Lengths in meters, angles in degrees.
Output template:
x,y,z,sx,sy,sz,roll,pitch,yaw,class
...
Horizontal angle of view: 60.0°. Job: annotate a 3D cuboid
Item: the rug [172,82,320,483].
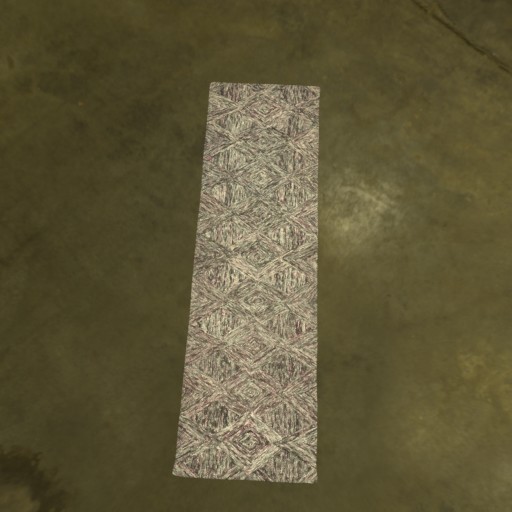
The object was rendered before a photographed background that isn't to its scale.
x,y,z,sx,sy,sz,roll,pitch,yaw,class
0.000,0.000,2.510,0.719,0.013,2.305,3,73,1,rug
